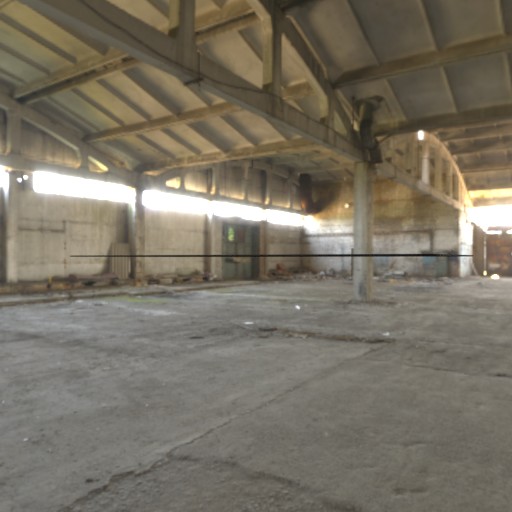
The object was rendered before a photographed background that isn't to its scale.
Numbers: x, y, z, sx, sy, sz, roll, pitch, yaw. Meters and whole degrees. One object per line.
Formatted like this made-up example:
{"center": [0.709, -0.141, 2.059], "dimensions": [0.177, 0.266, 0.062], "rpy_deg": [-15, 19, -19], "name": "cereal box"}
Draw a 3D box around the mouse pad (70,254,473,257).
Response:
{"center": [0.000, 0.000, 1.073], "dimensions": [0.907, 0.003, 0.424], "rpy_deg": [0, 0, 34], "name": "mouse pad"}
